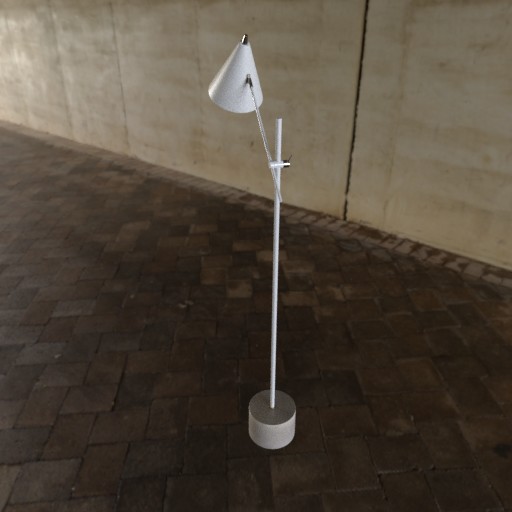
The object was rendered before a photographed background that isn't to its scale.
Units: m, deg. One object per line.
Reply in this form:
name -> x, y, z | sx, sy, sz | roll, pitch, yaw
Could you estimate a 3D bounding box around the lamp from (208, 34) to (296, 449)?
lamp -> 0.000, 0.000, 1.600 | 0.223, 1.430, 0.508 | -8, 28, -15
